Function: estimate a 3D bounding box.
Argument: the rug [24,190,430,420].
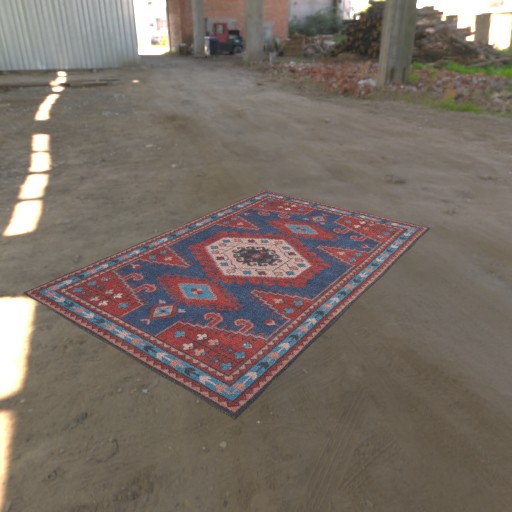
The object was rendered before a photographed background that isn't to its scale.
[{"bbox_3d":[0.000,0.000,2.278,1.207,0.012,1.820,18,32,32],"label":"rug"}]
